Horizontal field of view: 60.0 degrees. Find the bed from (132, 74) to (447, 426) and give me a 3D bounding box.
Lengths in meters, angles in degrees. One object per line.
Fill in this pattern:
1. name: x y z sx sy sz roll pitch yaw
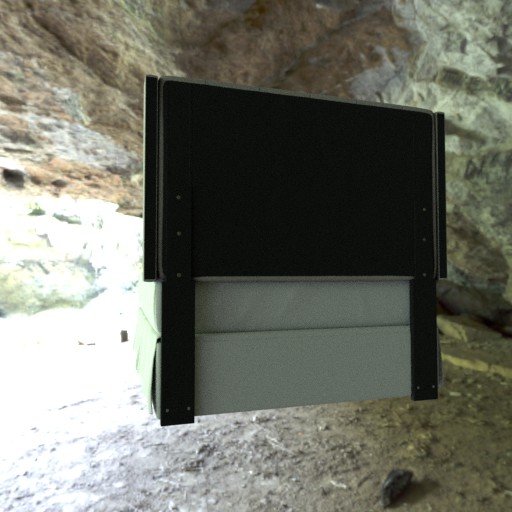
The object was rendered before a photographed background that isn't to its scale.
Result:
1. bed: 0.000 0.000 3.286 1.719 1.665 2.066 1 -2 -17
